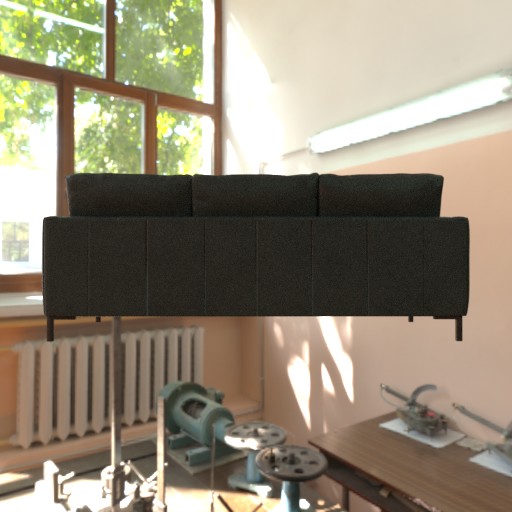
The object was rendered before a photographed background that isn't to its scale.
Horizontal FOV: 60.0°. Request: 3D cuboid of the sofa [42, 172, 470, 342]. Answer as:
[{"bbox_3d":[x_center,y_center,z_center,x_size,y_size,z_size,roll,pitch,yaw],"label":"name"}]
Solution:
[{"bbox_3d":[0.000,0.000,2.431,2.029,0.805,0.748,0,-1,0],"label":"sofa"}]
